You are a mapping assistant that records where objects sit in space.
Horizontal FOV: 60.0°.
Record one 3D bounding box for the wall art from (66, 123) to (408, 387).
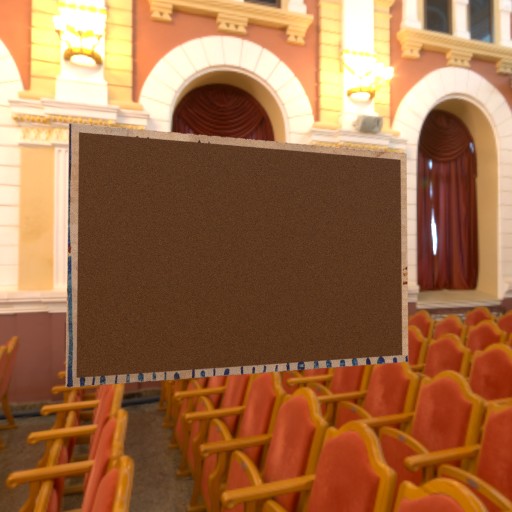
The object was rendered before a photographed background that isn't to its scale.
[{"bbox_3d":[0.000,0.000,1.171,0.919,0.609,0.030,0,-2,-17],"label":"wall art"}]
